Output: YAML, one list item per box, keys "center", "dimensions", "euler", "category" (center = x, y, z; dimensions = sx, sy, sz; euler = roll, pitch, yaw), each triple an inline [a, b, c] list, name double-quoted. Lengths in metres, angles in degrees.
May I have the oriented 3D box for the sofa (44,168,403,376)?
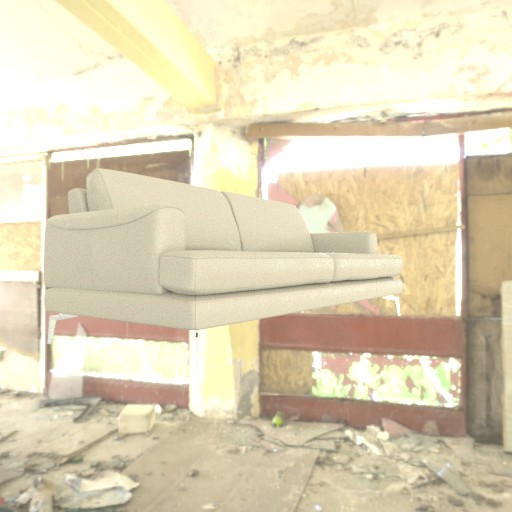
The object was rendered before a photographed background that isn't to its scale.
- center: [0.000, 0.000, 2.404]
  dimensions: [0.974, 0.765, 1.940]
  euler: [0, -1, 37]
  category: "sofa"
